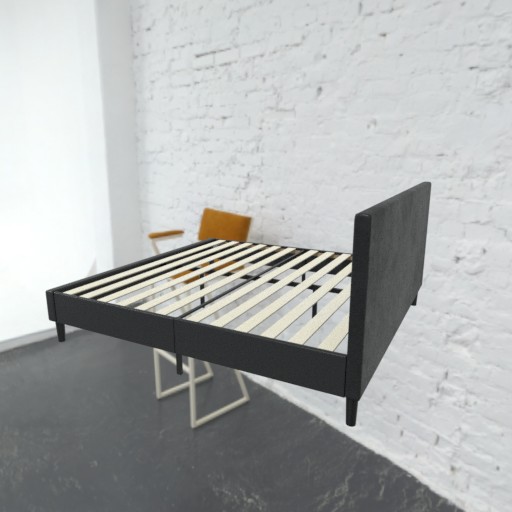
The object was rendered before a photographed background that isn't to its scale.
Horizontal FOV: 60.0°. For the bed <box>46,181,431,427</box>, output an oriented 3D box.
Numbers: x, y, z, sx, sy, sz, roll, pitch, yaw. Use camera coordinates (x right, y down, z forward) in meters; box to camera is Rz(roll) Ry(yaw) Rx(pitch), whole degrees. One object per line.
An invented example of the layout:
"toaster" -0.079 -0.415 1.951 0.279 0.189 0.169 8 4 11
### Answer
"bed" 0.000 0.000 3.329 2.152 1.046 2.018 7 16 27
